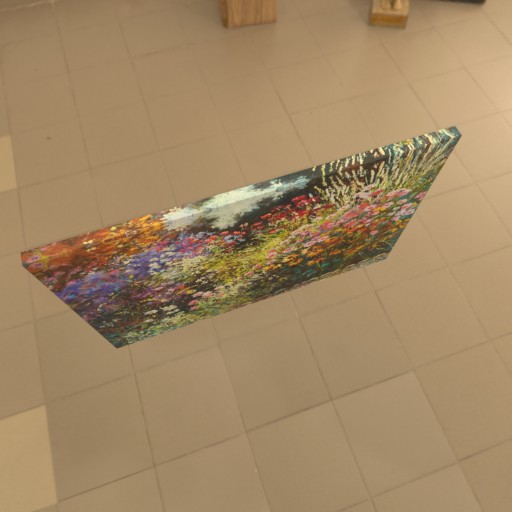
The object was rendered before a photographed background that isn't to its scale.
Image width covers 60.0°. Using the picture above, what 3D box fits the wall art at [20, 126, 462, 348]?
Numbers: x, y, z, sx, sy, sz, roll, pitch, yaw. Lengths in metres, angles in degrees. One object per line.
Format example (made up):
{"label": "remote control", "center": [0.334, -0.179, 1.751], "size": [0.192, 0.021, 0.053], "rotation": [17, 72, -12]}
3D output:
{"label": "wall art", "center": [0.000, 0.000, 1.435], "size": [1.136, 0.760, 0.042], "rotation": [-18, 65, -8]}
